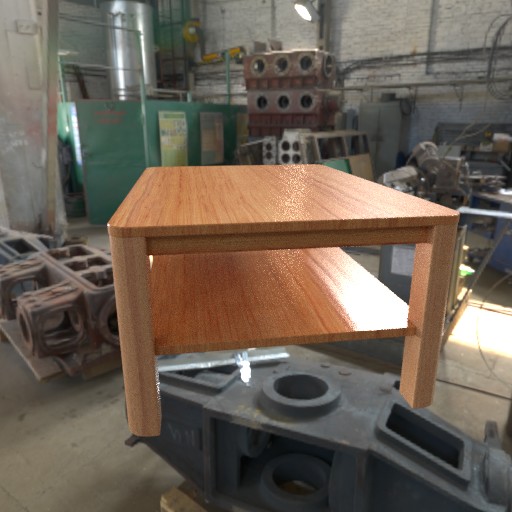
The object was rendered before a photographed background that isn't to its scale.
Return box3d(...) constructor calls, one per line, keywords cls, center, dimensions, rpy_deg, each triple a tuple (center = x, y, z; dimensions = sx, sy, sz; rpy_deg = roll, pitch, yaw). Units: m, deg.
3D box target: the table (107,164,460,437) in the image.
box3d(cls="table", center=(0.000, 0.000, 1.361), dimensions=(0.696, 0.445, 0.997), rpy_deg=(-3, 18, -9))
